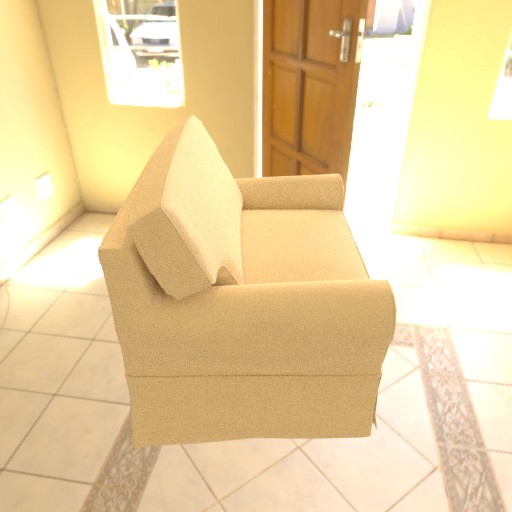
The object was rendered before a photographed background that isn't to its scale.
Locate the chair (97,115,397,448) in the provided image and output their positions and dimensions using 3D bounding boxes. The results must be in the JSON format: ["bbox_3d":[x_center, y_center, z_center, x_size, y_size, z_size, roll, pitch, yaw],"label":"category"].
[{"bbox_3d":[0.000,0.000,1.810,0.904,0.958,1.099,0,32,0],"label":"chair"}]
